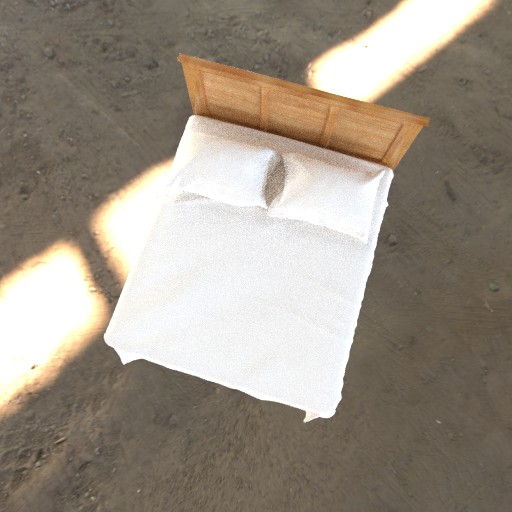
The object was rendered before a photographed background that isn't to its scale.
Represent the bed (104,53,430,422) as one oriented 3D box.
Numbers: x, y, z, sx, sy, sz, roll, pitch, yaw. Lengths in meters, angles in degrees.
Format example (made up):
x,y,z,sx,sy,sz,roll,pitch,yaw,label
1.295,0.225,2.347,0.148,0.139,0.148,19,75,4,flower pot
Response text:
x,y,z,sx,sy,sz,roll,pitch,yaw,label
0.000,0.000,3.179,1.870,1.273,2.035,16,75,4,bed
